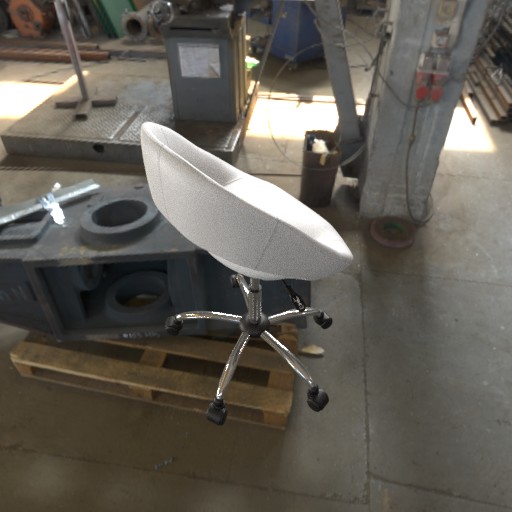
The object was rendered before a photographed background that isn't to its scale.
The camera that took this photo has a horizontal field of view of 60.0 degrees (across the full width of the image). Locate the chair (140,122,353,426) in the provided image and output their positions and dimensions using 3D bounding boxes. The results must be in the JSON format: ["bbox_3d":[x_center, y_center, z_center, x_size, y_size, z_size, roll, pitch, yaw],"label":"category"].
[{"bbox_3d":[0.000,0.000,1.204,0.538,0.791,0.612,-26,47,-26],"label":"chair"}]
